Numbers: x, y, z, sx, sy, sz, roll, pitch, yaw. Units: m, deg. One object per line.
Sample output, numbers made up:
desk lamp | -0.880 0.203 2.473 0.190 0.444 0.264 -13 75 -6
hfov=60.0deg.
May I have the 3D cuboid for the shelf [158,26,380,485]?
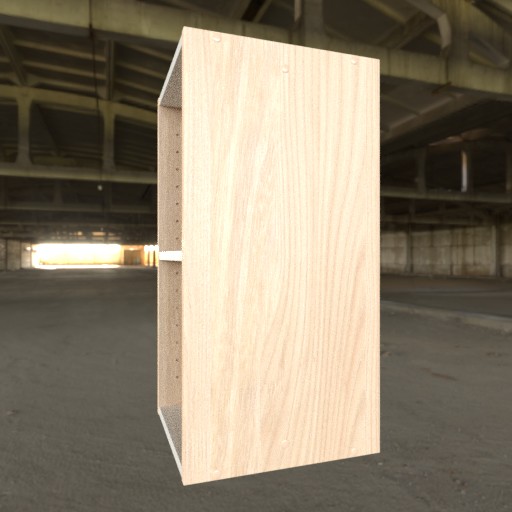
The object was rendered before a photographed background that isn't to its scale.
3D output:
shelf | 0.000 0.000 0.757 0.297 0.594 0.290 0 0 -19
